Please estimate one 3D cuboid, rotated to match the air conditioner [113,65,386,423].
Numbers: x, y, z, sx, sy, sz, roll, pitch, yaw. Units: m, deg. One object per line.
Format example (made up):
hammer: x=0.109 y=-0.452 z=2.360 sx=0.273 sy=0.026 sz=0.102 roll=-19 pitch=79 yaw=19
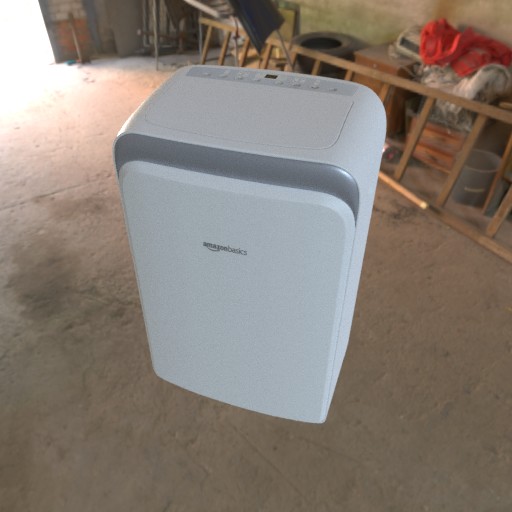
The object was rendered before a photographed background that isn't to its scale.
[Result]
air conditioner: x=0.000 y=0.000 z=0.950 sx=0.454 sy=0.700 sz=0.365 roll=12 pitch=43 yaw=13
